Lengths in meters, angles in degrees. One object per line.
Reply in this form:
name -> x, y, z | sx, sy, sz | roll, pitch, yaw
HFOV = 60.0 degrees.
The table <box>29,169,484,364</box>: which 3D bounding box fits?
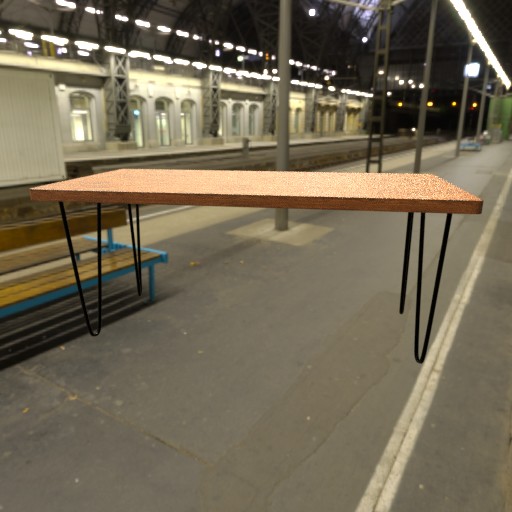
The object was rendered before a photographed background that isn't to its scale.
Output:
table -> 0.000, 0.000, 2.229 | 1.791, 0.753, 0.883 | 3, 17, 9
